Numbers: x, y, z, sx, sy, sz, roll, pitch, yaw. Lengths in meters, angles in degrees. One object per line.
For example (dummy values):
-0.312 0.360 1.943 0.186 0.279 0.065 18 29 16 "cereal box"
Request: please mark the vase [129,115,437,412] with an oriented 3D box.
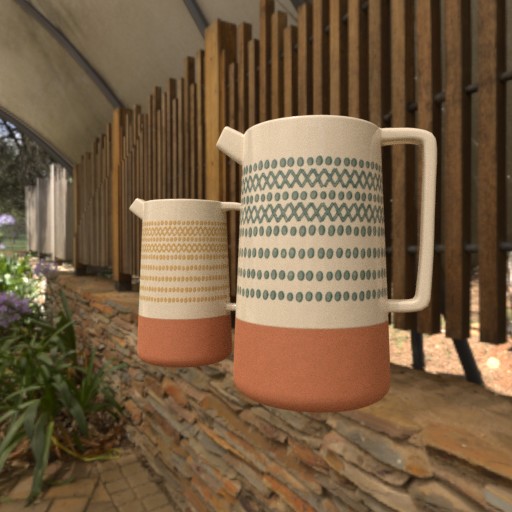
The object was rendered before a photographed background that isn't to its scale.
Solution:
0.000 0.000 0.467 0.168 0.247 0.326 -1 1 -37 "vase"
